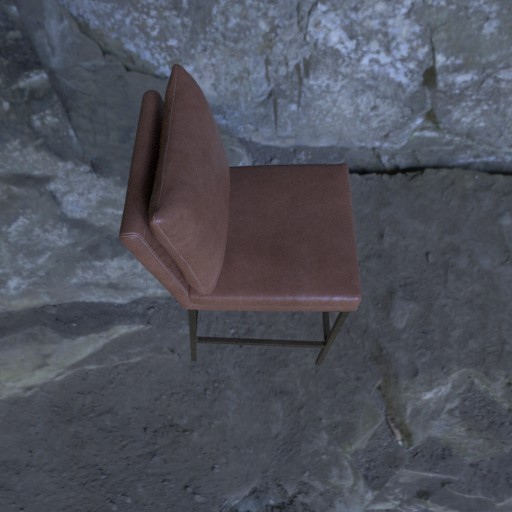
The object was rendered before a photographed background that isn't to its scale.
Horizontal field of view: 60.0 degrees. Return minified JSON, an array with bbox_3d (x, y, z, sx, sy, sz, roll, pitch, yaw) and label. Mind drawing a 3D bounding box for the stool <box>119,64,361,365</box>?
[{"bbox_3d":[0.000,0.000,1.442,0.571,1.124,0.463,1,63,0],"label":"stool"}]
